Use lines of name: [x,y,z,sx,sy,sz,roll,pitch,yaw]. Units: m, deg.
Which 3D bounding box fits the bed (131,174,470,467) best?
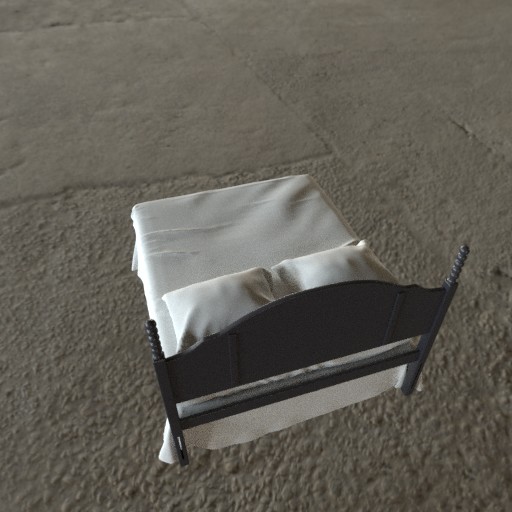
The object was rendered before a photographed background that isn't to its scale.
bed: [0.000,0.000,3.218,1.873,1.356,2.040,-12,43,-13]
